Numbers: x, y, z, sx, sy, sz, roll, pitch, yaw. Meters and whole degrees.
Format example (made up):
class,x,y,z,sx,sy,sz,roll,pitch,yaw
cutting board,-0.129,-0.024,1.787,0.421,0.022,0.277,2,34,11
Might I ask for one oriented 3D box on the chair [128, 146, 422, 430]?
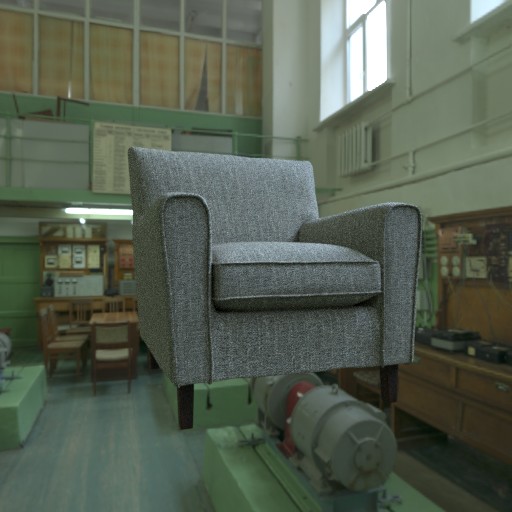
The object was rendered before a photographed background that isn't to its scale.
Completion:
class,x,y,z,sx,sy,sz,roll,pitch,yaw
chair,0.000,0.000,1.634,0.864,0.928,0.873,0,0,-20
